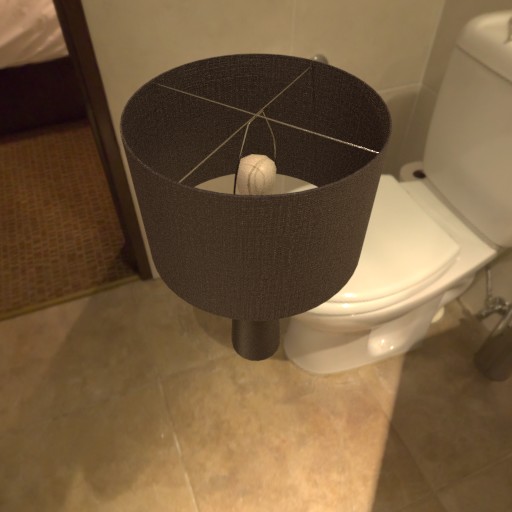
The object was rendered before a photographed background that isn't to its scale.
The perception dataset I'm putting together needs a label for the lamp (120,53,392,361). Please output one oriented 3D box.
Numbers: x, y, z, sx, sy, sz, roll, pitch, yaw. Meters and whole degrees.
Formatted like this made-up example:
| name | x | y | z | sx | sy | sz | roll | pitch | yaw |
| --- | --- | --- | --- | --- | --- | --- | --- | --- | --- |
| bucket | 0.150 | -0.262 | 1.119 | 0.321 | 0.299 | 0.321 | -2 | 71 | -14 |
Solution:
| name | x | y | z | sx | sy | sz | roll | pitch | yaw |
| --- | --- | --- | --- | --- | --- | --- | --- | --- | --- |
| lamp | 0.000 | 0.000 | 0.682 | 0.303 | 0.488 | 0.303 | 0 | 48 | 0 |
